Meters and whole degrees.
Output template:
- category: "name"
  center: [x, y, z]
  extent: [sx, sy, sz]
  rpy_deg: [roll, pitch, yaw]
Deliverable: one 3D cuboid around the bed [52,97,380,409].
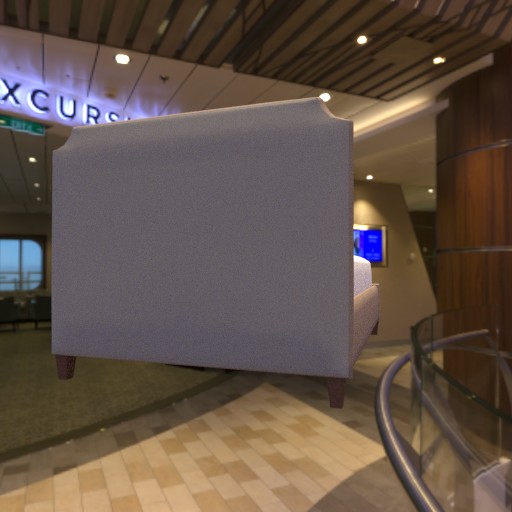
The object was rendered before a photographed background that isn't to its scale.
- category: "bed"
  center: [0.000, 0.000, 3.357]
  extent: [1.713, 1.443, 2.372]
  rpy_deg: [0, -1, 19]
